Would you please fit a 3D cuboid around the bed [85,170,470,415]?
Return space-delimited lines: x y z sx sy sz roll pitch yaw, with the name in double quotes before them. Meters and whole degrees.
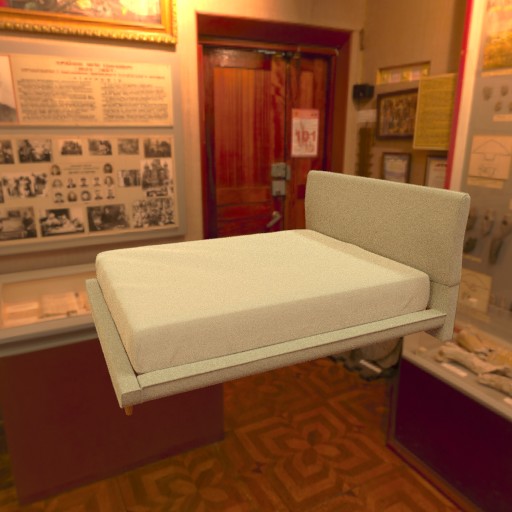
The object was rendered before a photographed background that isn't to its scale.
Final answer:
"bed" 0.000 0.000 3.567 2.498 1.126 1.980 -8 18 -24
